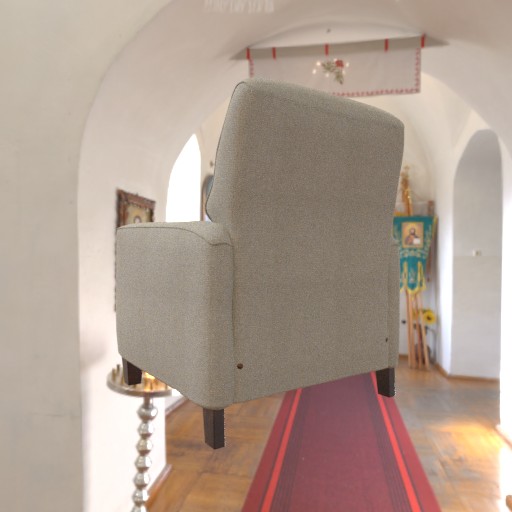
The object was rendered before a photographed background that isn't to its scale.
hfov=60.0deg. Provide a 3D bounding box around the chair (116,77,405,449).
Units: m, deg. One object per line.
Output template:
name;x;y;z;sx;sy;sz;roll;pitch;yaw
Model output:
chair;0.000;0.000;1.649;0.850;1.006;0.853;-1;1;-35
